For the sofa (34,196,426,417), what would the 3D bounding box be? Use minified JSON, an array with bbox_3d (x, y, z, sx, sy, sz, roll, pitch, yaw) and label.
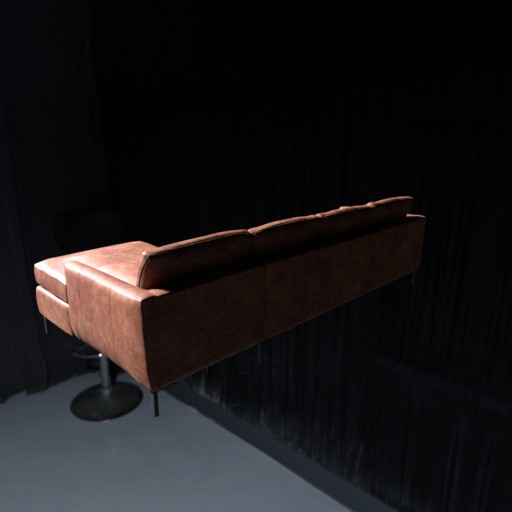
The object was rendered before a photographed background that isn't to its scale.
[{"bbox_3d":[0.000,0.000,3.613,1.471,0.859,2.993,15,22,43],"label":"sofa"}]
